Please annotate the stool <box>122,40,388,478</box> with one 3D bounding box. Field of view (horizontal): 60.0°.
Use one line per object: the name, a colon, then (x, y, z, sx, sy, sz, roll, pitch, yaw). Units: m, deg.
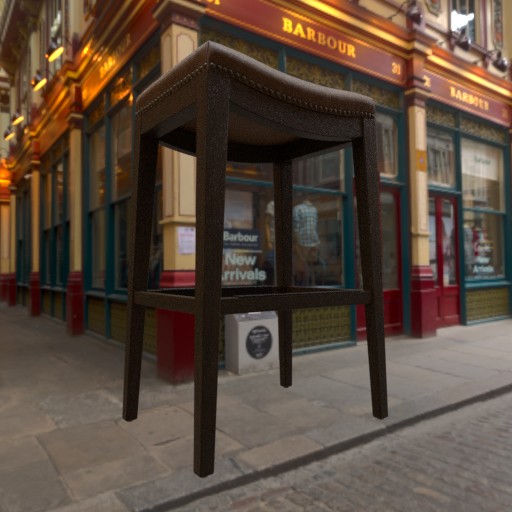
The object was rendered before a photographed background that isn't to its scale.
stool: (0.000, 0.000, 1.035, 0.500, 0.759, 0.361, 1, -2, -37)
